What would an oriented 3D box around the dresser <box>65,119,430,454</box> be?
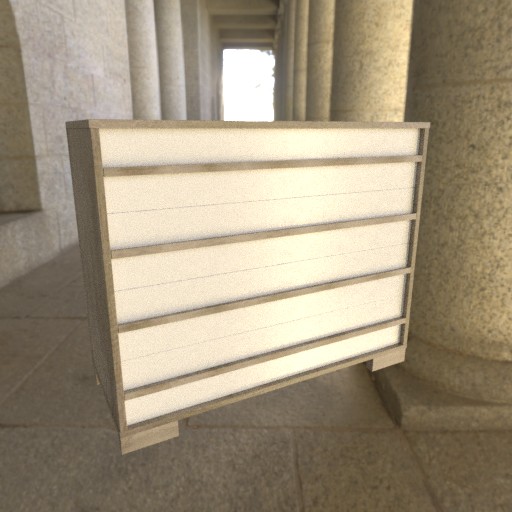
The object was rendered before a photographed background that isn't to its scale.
[{"bbox_3d":[0.000,0.000,1.409,0.994,0.816,0.404,-9,18,-27],"label":"dresser"}]
